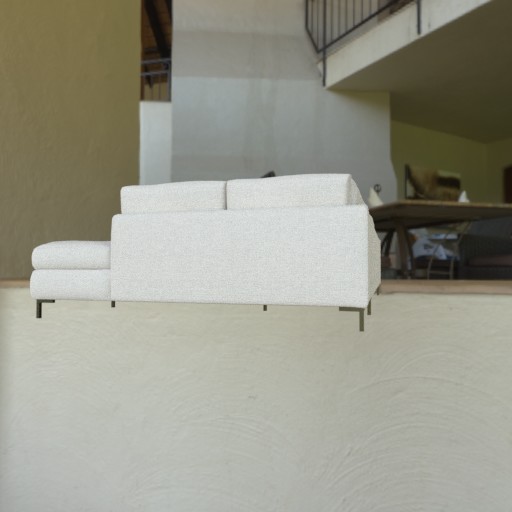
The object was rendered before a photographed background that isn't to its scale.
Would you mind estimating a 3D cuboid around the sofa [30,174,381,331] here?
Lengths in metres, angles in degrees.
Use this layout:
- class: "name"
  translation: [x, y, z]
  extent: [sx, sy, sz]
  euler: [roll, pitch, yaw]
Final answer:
- class: "sofa"
  translation: [0.000, 0.000, 3.801]
  extent: [2.007, 0.815, 2.949]
  euler: [0, -1, 17]
